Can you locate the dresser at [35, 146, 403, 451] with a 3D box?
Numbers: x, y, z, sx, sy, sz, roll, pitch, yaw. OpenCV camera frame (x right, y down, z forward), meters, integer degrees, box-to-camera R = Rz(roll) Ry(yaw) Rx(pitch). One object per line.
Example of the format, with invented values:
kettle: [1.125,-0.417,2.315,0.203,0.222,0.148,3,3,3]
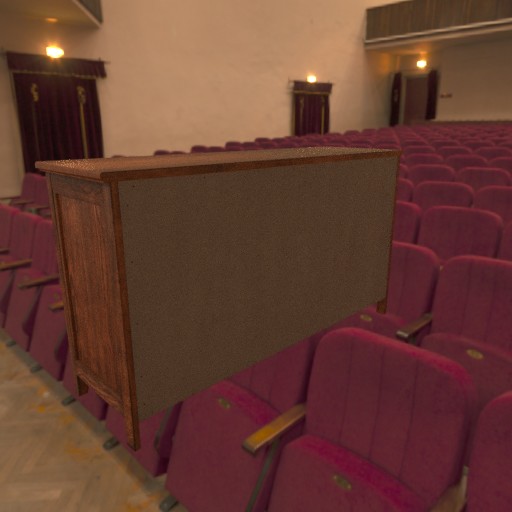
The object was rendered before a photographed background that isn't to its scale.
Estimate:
dresser: [0.000,0.000,1.910,1.551,0.856,0.463,-15,22,-42]
